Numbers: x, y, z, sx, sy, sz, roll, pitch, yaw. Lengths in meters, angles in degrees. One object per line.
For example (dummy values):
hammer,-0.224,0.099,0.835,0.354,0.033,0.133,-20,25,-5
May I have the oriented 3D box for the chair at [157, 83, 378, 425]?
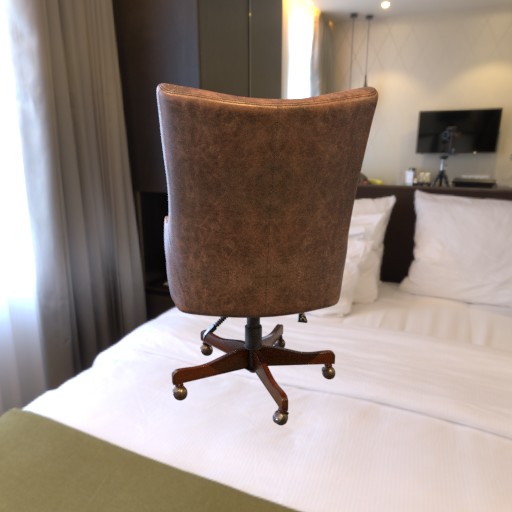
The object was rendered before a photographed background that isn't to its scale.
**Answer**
chair,0.000,0.000,1.505,0.641,1.035,0.762,-2,15,-7
